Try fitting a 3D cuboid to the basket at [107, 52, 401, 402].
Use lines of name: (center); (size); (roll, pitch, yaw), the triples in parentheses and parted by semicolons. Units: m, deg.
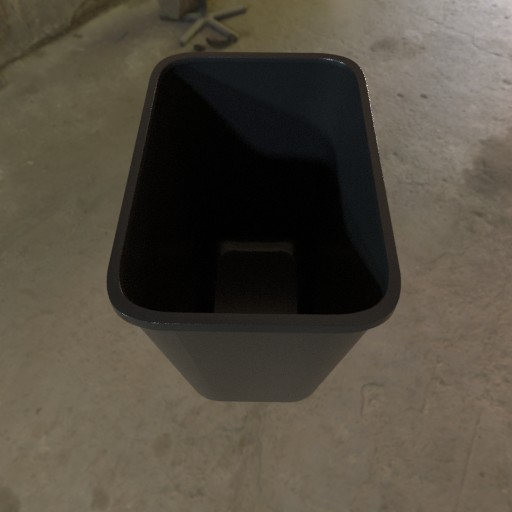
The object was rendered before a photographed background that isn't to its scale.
basket: (0.000, 0.000, 0.503); (0.211, 0.307, 0.300); (1, 58, 0)
